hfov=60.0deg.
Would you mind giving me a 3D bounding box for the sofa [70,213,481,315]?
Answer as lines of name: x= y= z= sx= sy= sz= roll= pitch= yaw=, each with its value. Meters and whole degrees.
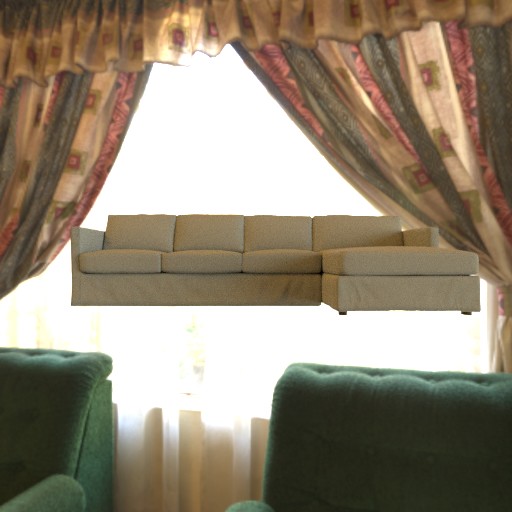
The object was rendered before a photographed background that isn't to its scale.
sofa: x=0.000 y=0.000 z=3.910 sx=3.177 sy=0.867 sz=1.622 roll=0 pitch=0 yaw=-1
